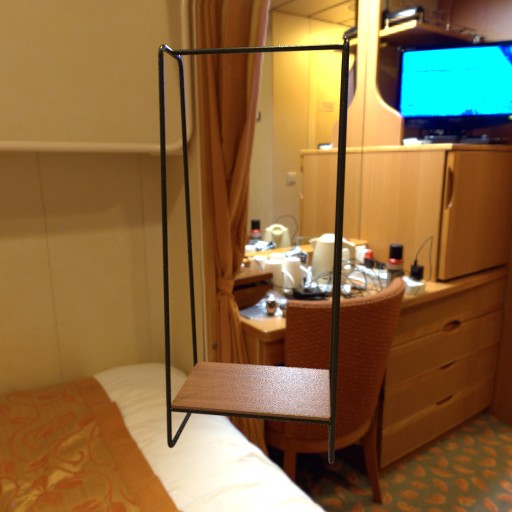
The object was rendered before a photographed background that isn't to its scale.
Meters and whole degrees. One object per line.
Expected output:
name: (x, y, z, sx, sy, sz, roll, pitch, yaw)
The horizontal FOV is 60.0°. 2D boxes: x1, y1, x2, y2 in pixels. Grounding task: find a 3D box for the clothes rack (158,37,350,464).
clothes rack: (0.000, 0.000, 1.711, 0.640, 1.500, 0.400, 2, 12, 8)
